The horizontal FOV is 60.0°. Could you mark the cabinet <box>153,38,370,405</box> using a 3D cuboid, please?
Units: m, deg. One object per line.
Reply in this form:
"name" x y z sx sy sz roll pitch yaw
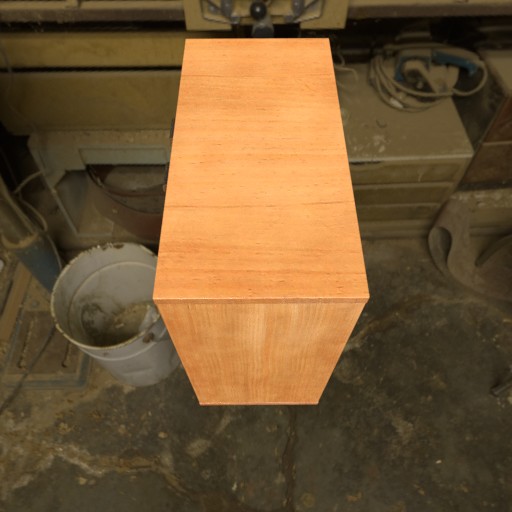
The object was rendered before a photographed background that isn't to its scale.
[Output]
"cabinet" 0.000 0.000 1.444 0.419 1.001 0.800 0 58 0
